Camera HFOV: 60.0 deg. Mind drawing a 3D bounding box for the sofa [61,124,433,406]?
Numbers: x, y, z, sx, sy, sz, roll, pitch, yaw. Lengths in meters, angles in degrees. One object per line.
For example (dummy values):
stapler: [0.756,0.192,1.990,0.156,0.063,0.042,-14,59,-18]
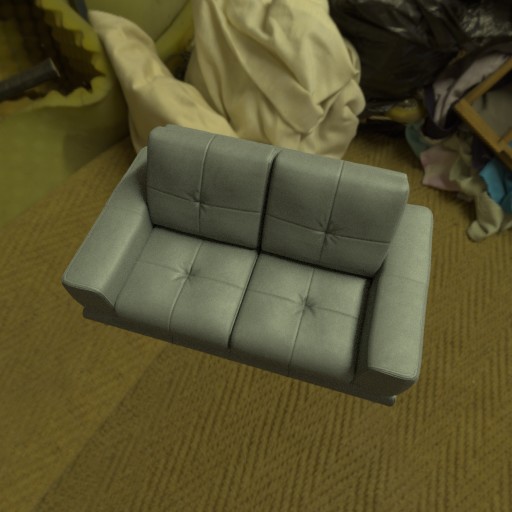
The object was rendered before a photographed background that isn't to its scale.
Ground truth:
sofa: [0.000,0.000,2.399,1.806,0.907,1.018,14,59,9]
